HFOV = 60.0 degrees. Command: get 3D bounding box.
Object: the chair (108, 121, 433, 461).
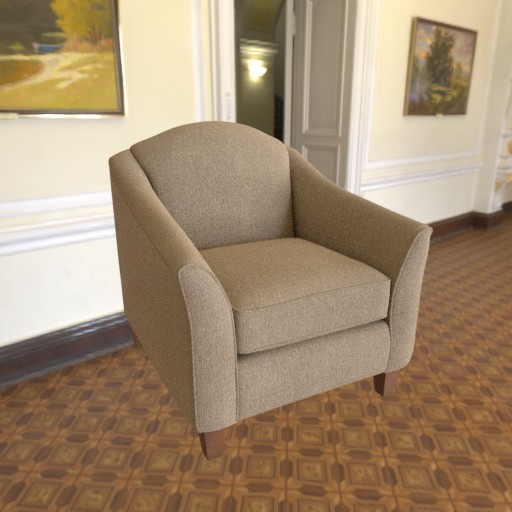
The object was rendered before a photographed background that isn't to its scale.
[{"bbox_3d":[0.000,0.000,1.452,0.763,0.839,0.787,-9,20,-26],"label":"chair"}]
